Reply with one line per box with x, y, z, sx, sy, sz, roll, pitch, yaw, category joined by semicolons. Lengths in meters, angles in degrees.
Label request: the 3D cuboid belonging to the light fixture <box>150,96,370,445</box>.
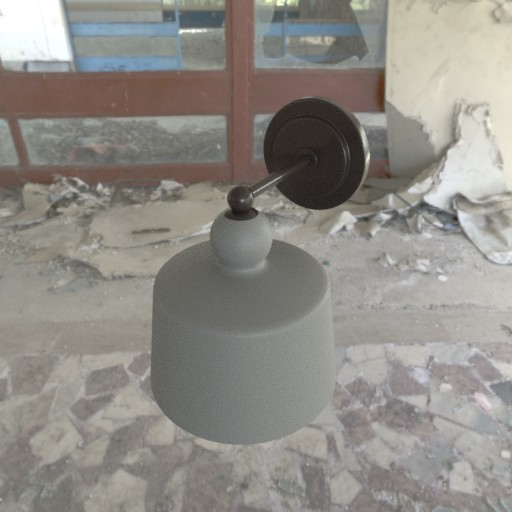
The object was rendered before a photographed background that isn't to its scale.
0.000;0.000;0.447;0.204;0.268;0.254;18;35;28;light fixture
